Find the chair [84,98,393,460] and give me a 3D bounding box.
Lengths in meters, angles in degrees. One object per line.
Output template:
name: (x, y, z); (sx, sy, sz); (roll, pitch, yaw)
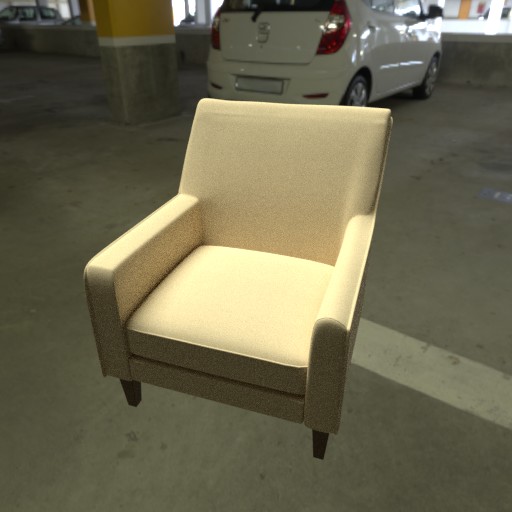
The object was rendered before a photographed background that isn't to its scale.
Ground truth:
chair: (0.000, 0.000, 1.582); (0.780, 0.919, 0.899); (9, 30, 16)
